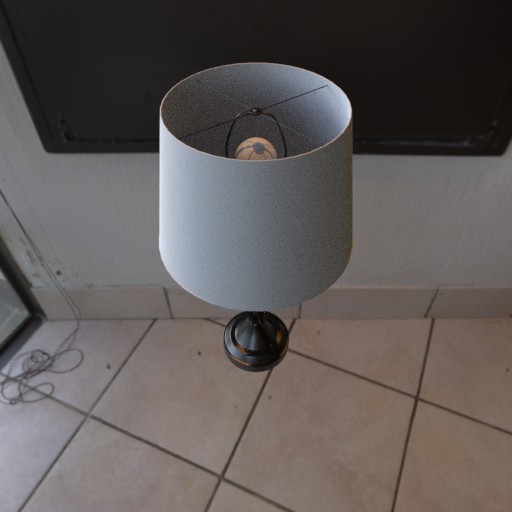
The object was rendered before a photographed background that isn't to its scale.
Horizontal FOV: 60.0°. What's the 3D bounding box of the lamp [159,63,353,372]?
[{"bbox_3d":[0.000,0.000,0.806,0.331,0.594,0.331,0,48,0],"label":"lamp"}]
